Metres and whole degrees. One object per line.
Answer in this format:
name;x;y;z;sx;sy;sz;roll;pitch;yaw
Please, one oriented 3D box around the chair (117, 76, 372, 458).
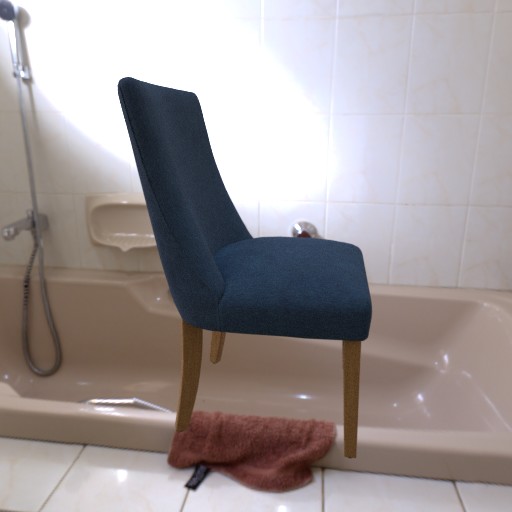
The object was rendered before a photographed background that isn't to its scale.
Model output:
chair;0.000;0.000;1.234;0.609;0.902;0.495;3;16;10
